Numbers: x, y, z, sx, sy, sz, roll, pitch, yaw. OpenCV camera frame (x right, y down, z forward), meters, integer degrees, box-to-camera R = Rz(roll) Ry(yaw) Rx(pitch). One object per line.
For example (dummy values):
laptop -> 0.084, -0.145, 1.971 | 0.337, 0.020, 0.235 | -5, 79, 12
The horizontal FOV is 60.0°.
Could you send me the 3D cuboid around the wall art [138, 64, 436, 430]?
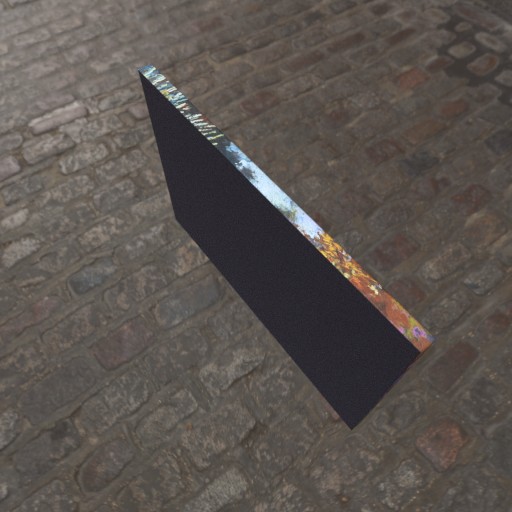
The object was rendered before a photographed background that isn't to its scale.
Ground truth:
wall art -> 0.000, 0.000, 1.154 | 0.037, 0.604, 0.908 | -33, 63, -19
